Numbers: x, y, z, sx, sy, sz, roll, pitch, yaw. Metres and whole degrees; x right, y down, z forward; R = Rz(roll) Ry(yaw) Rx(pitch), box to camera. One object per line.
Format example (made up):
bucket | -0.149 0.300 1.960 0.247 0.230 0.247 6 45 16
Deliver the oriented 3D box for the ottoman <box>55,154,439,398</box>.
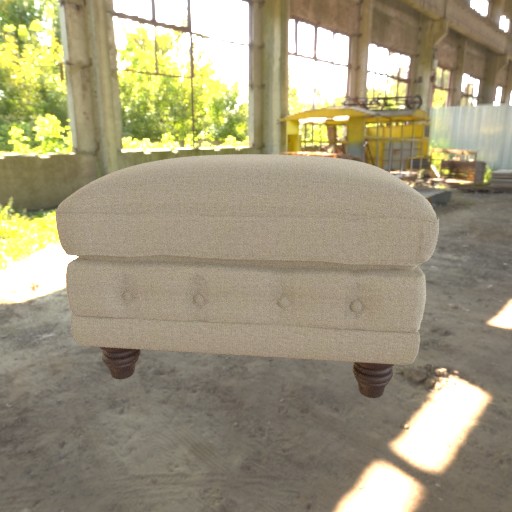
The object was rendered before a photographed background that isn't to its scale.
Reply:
ottoman | 0.000 0.000 1.044 0.684 0.463 0.541 2 15 8
